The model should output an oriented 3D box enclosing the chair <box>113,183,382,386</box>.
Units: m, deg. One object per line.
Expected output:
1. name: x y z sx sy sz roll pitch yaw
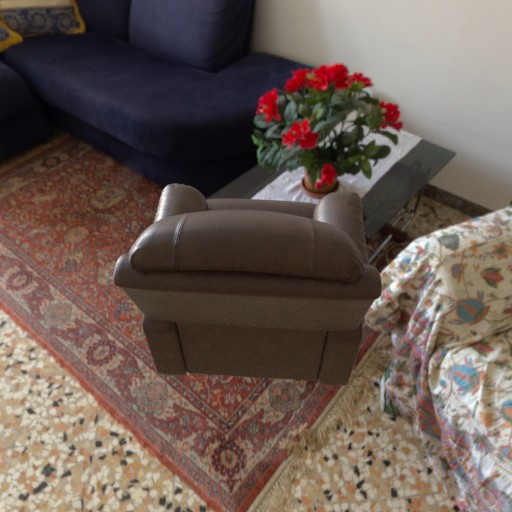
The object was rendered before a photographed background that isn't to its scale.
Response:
1. chair: 0.000 0.000 1.698 0.855 0.992 0.919 3 47 3
